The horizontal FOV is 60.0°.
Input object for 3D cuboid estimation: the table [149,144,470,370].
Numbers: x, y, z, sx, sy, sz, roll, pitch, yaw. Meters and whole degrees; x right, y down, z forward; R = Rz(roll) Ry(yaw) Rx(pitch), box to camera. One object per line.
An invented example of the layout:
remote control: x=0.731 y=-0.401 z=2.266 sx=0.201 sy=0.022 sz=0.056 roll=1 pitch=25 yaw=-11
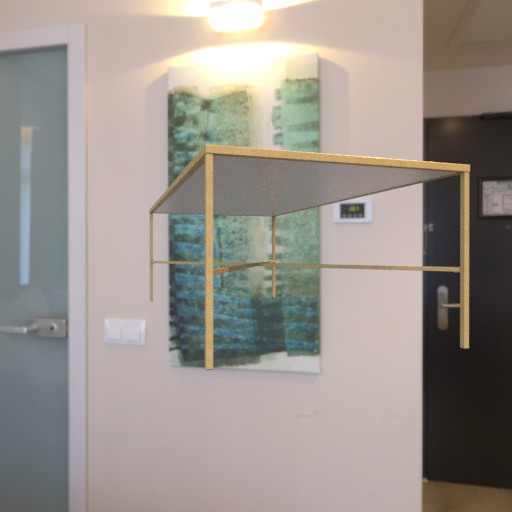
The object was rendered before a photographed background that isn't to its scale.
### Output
table: x=0.000 y=0.000 z=1.443 sx=0.580 sy=0.398 sz=1.206 roll=0 pitch=0 yaw=-18
